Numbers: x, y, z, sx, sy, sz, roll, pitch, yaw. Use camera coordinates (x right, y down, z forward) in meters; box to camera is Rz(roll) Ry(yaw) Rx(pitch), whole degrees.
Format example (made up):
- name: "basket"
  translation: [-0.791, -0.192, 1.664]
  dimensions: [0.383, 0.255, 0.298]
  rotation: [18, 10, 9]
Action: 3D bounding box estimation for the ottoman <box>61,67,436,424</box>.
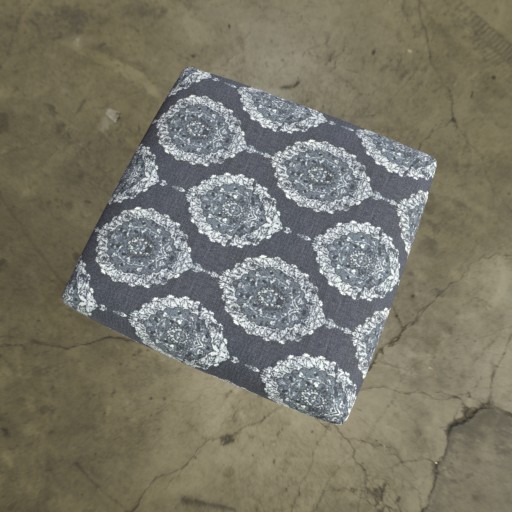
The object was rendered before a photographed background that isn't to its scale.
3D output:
- name: "ottoman"
  translation: [0.000, 0.000, 0.929]
  dimensions: [0.507, 0.475, 0.497]
  rotation: [23, 77, 6]
